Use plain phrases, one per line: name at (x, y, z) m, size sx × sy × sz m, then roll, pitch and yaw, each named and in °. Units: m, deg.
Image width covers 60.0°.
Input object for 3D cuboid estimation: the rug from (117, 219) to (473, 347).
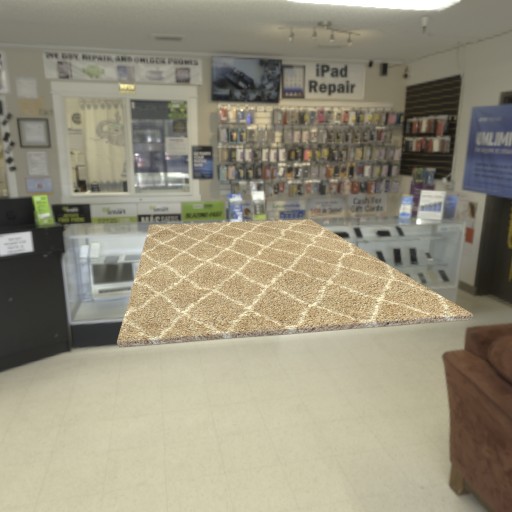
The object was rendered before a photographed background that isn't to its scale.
rug at (0.000, 0.000, 2.983) m, size 1.524 × 0.030 × 2.438 m, roll -3°, pitch 15°, yaw -10°
